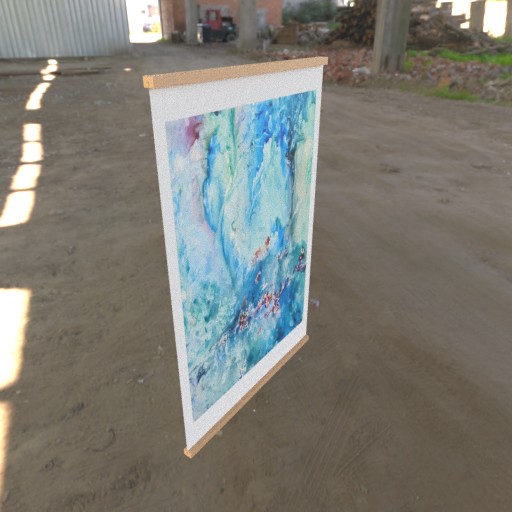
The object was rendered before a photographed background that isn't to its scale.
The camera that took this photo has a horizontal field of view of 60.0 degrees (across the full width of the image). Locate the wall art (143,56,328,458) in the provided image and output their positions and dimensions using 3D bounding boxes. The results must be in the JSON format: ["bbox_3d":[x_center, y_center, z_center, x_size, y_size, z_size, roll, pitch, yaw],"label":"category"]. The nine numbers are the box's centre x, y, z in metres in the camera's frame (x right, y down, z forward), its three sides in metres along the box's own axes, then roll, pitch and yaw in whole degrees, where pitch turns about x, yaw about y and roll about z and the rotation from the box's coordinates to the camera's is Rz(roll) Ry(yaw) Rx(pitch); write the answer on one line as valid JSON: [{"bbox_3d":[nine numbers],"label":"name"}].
[{"bbox_3d":[0.000,0.000,1.282,0.027,1.020,0.669,19,33,31],"label":"wall art"}]
